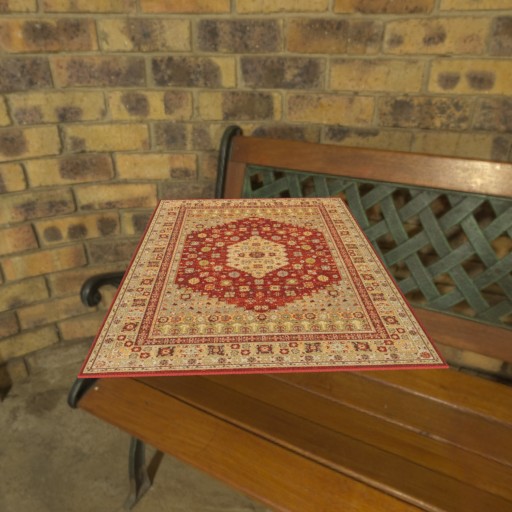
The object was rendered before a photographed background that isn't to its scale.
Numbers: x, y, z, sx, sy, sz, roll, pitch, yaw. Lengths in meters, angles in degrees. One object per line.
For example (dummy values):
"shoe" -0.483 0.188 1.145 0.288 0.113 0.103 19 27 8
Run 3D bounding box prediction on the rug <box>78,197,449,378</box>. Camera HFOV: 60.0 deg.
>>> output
"rug" 0.000 0.000 2.882 1.593 0.013 2.211 -1 27 -2
